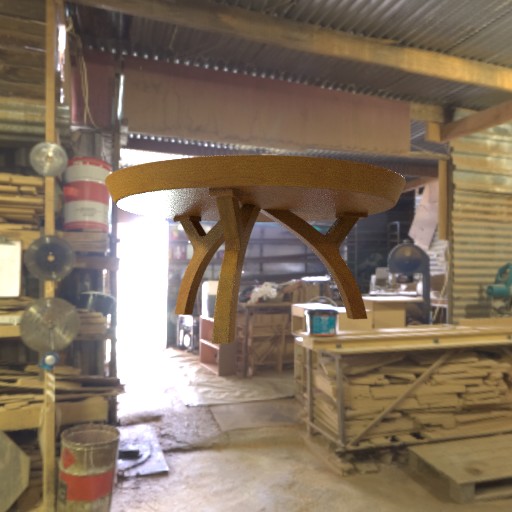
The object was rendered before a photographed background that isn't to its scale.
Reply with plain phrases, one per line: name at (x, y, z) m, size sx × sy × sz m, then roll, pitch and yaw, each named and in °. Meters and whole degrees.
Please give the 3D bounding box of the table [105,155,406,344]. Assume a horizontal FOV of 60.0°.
table at (0.000, 0.000, 1.567) m, size 1.016 × 0.470 × 1.016 m, roll 0°, pitch -1°, yaw 0°
